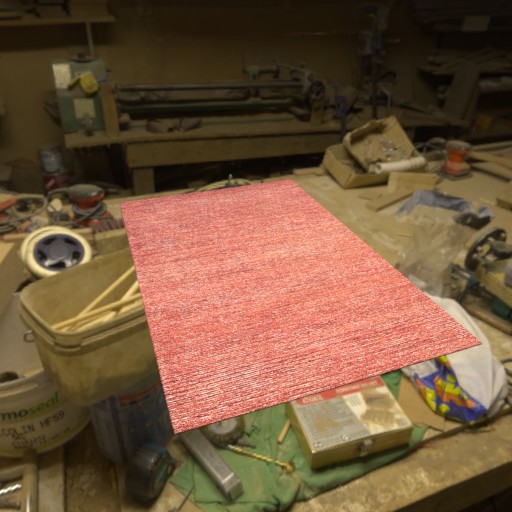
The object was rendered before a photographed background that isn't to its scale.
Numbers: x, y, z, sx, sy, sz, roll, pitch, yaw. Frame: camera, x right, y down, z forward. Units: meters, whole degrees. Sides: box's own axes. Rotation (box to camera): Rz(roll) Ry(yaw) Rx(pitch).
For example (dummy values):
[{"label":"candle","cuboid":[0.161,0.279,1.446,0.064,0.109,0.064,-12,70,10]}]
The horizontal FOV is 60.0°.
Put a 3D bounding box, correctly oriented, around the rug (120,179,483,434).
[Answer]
[{"label":"rug","cuboid":[0.000,0.000,2.161,1.139,0.011,1.747,-11,33,-17]}]
